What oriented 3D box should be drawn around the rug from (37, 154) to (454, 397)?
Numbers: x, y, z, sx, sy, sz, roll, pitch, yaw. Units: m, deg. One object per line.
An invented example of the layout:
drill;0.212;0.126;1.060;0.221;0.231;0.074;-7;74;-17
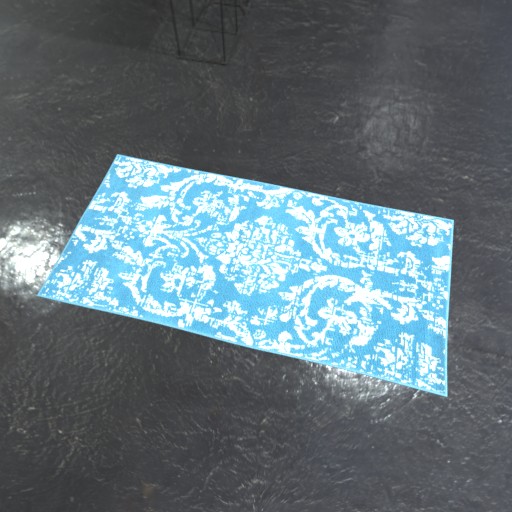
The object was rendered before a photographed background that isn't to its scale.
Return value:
rug;0.000;0.000;1.418;1.219;0.007;0.604;12;59;7
